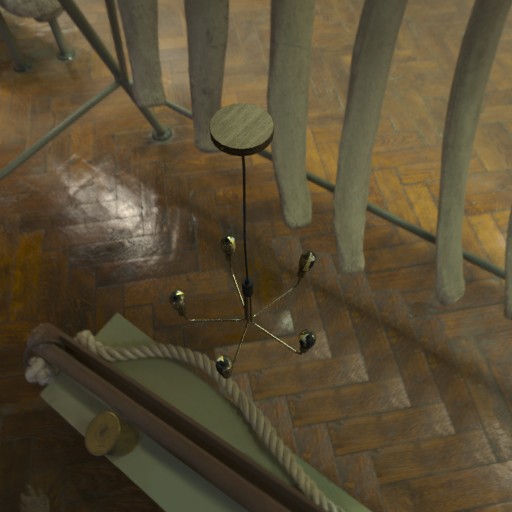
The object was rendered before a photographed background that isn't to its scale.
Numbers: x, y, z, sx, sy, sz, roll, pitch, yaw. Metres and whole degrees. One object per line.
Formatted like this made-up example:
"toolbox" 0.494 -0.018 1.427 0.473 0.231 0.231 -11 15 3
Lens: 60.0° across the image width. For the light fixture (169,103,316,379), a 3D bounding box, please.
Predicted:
"light fixture" 0.000 0.000 1.371 0.532 1.059 0.588 32 64 17
